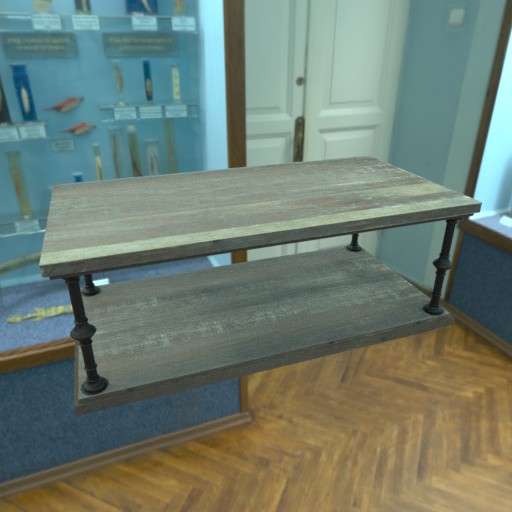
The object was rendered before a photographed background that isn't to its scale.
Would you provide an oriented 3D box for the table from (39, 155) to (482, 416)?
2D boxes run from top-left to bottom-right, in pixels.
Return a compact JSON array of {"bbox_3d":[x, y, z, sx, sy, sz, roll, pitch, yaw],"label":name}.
[{"bbox_3d":[0.000,0.000,1.344,1.088,0.399,0.554,-9,28,-17],"label":"table"}]
